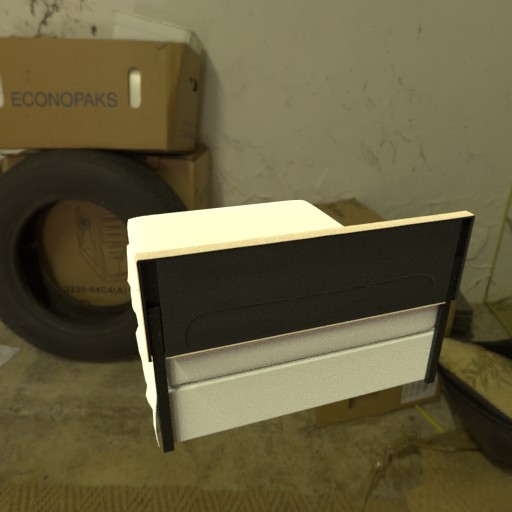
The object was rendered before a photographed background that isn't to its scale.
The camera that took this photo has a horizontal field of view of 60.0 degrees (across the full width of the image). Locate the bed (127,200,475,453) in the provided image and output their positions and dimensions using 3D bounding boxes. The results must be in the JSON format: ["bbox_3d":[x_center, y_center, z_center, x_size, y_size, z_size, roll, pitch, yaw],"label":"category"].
[{"bbox_3d":[0.000,0.000,2.889,1.616,1.016,1.876,-8,26,-17],"label":"bed"}]
